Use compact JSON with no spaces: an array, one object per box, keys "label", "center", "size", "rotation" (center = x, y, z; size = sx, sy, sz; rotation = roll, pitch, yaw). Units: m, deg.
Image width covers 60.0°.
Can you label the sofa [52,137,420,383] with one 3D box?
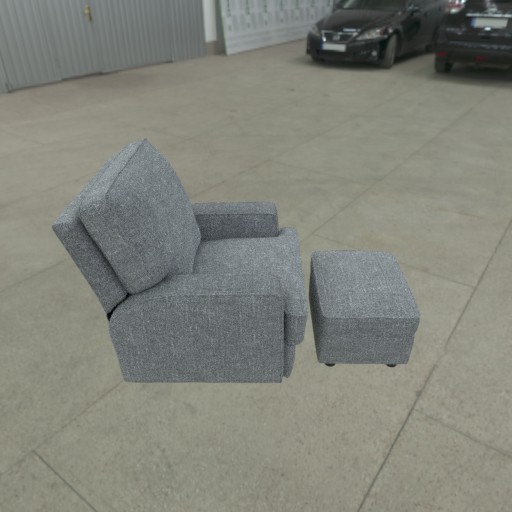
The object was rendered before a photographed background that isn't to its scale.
[{"label":"sofa","center":[0.000,0.000,2.094],"size":[1.472,0.959,0.861],"rotation":[0,32,1]}]
